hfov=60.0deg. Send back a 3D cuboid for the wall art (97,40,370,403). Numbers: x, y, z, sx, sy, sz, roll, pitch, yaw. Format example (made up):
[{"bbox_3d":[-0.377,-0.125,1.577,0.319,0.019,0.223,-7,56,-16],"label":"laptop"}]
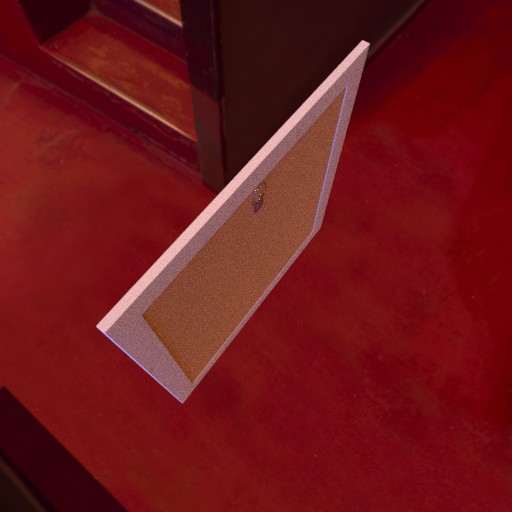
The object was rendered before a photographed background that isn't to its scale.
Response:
[{"bbox_3d":[0.000,0.000,0.847,0.015,0.577,0.572,34,69,15],"label":"wall art"}]
